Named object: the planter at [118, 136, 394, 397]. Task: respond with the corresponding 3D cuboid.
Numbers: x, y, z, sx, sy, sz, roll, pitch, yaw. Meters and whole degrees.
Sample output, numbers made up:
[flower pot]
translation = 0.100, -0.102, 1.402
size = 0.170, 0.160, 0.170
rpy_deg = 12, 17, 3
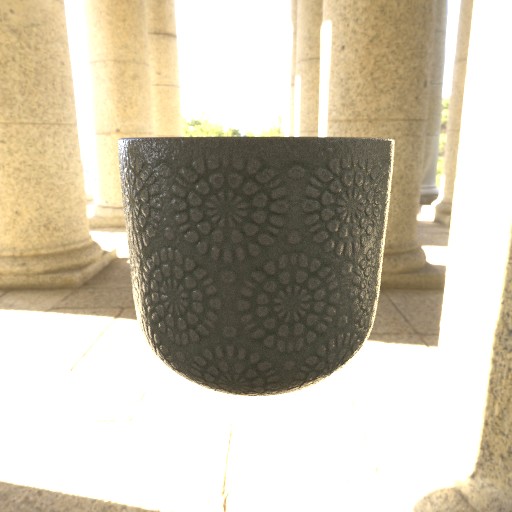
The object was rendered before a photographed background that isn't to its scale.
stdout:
[planter]
translation = 0.000, 0.000, 0.301
size = 0.169, 0.153, 0.169
rpy_deg = 0, 14, 0
